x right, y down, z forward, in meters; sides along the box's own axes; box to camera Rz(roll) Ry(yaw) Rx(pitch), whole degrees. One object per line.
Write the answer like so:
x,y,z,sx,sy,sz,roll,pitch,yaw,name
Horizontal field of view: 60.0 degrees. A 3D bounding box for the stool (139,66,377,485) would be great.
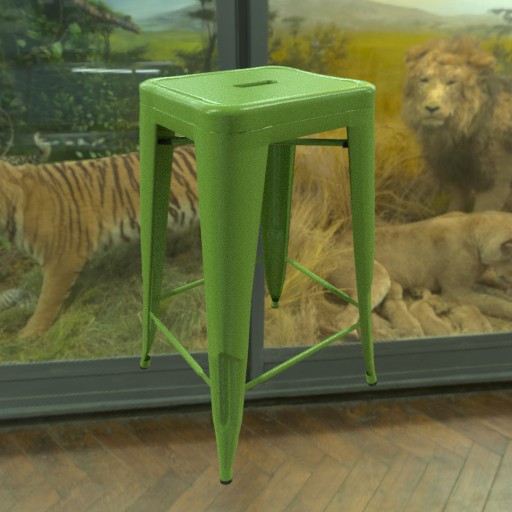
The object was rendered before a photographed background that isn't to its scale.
0.000,0.000,0.821,0.398,0.609,0.358,-21,36,-30,stool
